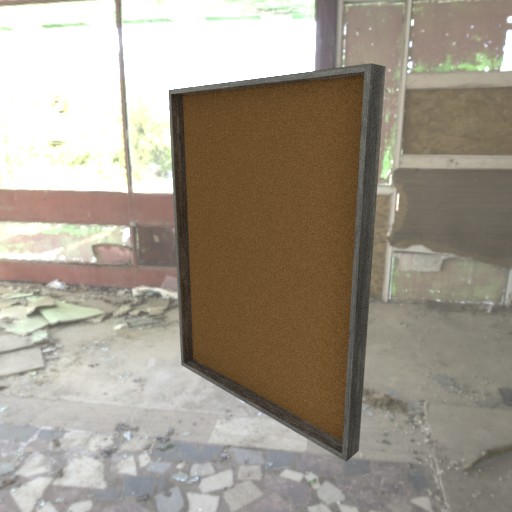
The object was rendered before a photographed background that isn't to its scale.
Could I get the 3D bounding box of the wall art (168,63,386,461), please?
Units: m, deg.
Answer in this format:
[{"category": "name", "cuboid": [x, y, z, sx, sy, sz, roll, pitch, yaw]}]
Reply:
[{"category": "wall art", "cuboid": [0.000, 0.000, 1.368, 0.762, 1.016, 0.063, 14, 21, 43]}]
